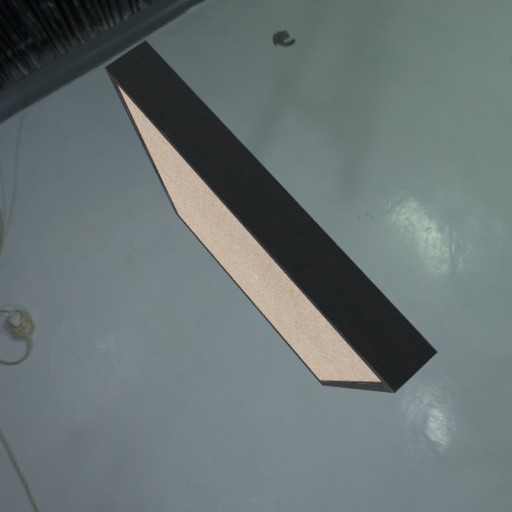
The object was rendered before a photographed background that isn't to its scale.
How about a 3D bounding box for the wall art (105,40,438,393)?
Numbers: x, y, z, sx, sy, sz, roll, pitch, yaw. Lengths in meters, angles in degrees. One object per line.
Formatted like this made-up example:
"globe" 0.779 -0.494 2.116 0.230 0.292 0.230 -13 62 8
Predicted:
"wall art" 0.000 0.000 0.450 0.038 0.305 0.305 -39 78 -10
